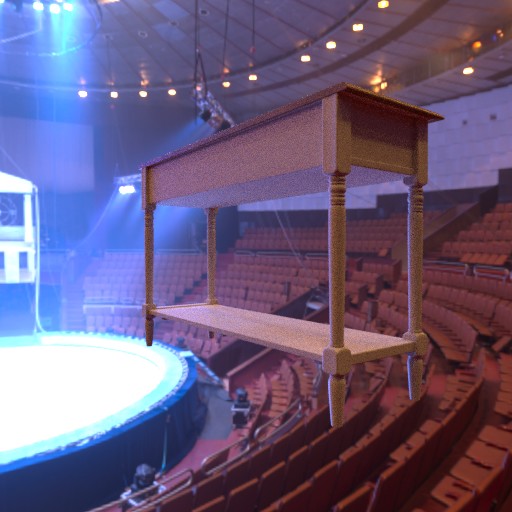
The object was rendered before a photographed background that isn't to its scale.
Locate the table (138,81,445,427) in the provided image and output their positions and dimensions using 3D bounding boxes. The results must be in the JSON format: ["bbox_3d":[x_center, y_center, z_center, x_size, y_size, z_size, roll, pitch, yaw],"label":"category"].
[{"bbox_3d":[0.000,0.000,1.604,0.399,0.800,1.219,0,1,-37],"label":"table"}]
